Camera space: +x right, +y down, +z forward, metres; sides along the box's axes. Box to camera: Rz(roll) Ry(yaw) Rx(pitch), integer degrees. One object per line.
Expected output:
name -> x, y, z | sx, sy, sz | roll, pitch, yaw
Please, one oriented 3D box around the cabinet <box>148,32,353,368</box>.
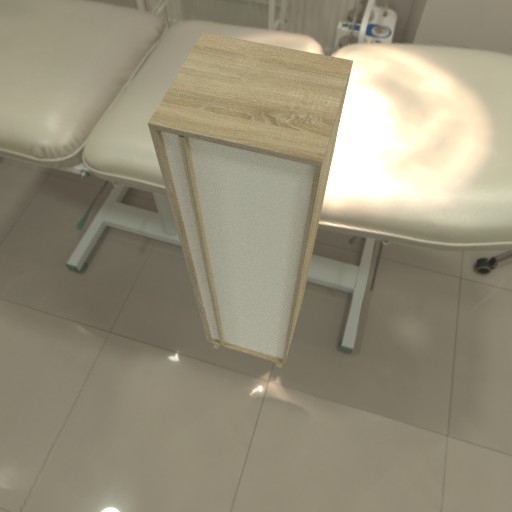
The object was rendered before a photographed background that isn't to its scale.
cabinet -> 0.000, 0.000, 2.179 | 0.510, 1.960, 0.450 | 15, 60, 9
